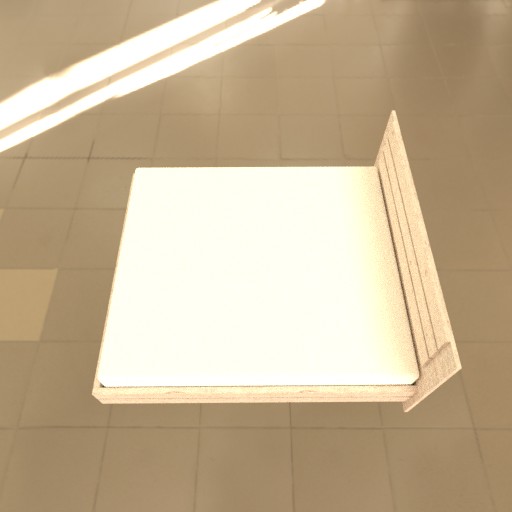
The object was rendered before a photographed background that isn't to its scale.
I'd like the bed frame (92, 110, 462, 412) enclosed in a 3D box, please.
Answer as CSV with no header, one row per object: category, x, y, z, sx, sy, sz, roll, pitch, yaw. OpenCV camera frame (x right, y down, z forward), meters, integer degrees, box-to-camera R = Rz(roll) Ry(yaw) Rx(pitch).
bed frame,0.000,0.000,3.166,2.080,0.970,1.950,0,58,0
